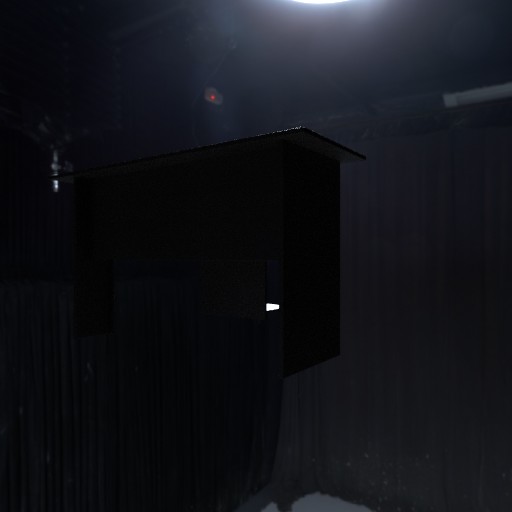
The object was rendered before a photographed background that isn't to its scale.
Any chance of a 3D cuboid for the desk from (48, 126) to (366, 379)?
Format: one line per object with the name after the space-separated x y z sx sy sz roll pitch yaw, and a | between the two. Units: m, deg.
0.000 0.000 2.150 1.303 0.716 1.361 0 0 36 | desk
